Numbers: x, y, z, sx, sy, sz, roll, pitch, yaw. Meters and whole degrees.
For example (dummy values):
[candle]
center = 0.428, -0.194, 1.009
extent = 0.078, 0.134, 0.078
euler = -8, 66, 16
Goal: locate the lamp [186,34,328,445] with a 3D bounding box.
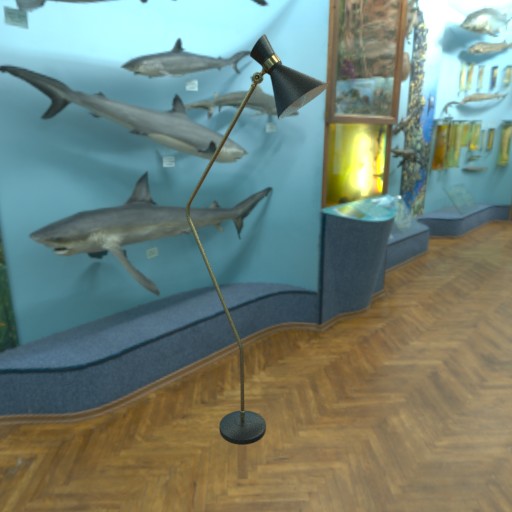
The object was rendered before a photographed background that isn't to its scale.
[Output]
[lamp]
center = 0.000, 0.000, 1.597
extent = 0.467, 1.438, 0.277
euler = 15, 21, 42
